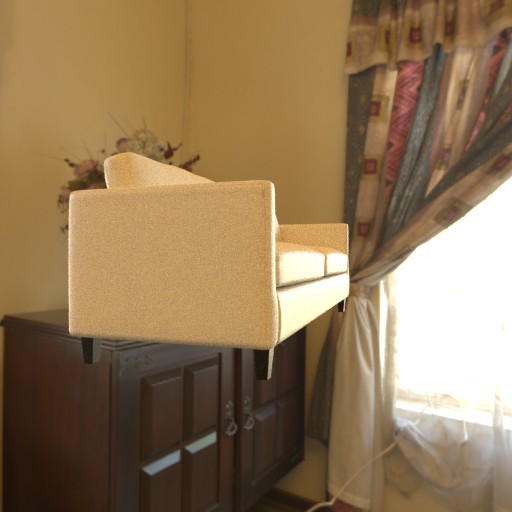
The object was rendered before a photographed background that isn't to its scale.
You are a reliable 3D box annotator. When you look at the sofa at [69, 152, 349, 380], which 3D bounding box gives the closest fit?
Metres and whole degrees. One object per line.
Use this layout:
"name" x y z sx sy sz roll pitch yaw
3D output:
"sofa" 0.000 0.000 2.915 0.948 0.965 2.434 0 0 19
